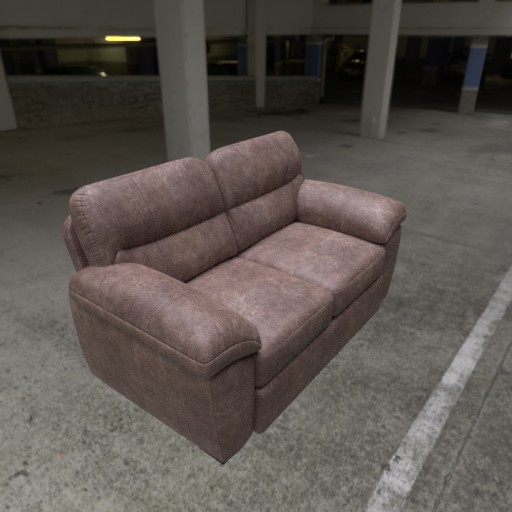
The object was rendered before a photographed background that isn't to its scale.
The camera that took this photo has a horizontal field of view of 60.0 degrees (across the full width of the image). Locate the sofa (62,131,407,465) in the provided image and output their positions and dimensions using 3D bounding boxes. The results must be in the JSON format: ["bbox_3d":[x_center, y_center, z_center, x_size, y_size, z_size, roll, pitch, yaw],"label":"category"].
[{"bbox_3d":[0.000,0.000,2.337,0.991,0.991,1.753,19,33,33],"label":"sofa"}]
